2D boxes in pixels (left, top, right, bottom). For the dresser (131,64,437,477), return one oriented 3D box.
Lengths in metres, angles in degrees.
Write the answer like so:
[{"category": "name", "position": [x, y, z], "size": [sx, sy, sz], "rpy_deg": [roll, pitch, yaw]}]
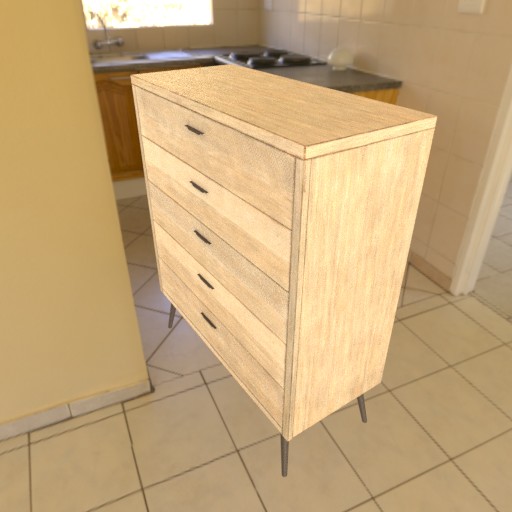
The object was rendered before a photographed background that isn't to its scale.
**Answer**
[{"category": "dresser", "position": [0.000, 0.000, 1.720], "size": [0.457, 1.219, 1.016], "rpy_deg": [-20, 37, -29]}]
